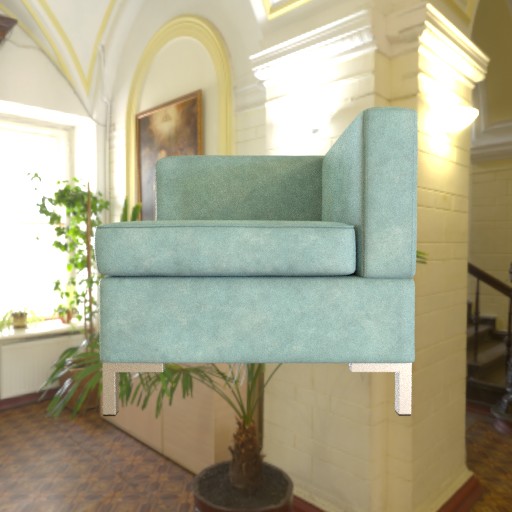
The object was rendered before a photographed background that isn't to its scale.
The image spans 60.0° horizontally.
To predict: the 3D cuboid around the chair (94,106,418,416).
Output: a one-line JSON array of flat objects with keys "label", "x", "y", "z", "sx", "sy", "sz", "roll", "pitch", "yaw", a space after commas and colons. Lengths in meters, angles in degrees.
[{"label": "chair", "x": 0.000, "y": 0.000, "z": 1.233, "sx": 0.691, "sy": 0.660, "sz": 0.684, "roll": 0, "pitch": 2, "yaw": 0}]
